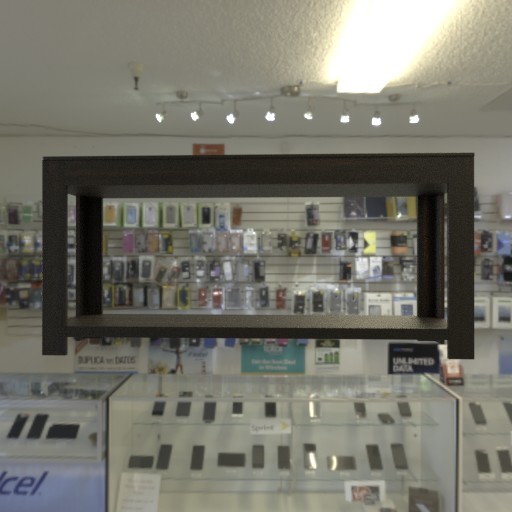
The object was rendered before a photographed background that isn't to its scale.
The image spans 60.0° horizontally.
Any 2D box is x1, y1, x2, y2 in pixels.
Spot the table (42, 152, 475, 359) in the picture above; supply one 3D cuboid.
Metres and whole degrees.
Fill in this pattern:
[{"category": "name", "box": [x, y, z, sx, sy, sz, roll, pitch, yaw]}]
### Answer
[{"category": "table", "box": [0.000, 0.000, 1.854, 1.631, 0.762, 0.384, 0, 0, 2]}]
